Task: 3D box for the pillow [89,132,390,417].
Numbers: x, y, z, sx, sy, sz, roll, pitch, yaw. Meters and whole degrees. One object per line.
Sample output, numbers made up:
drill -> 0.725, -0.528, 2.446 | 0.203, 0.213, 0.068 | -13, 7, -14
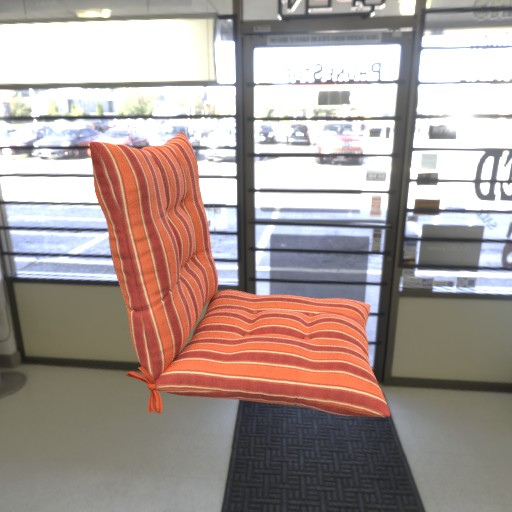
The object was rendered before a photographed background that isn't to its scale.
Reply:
pillow -> 0.000, 0.000, 1.022 | 0.585, 0.536, 0.541 | 3, 17, 9
